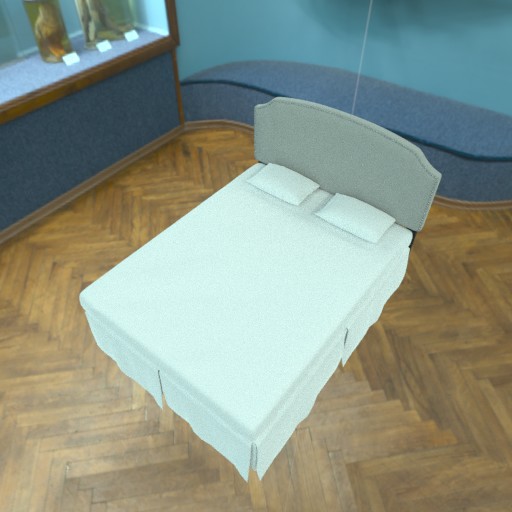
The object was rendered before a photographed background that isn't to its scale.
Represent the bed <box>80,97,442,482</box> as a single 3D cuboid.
[{"bbox_3d":[0.000,0.000,2.989,1.558,1.270,1.999,30,53,25],"label":"bed"}]
